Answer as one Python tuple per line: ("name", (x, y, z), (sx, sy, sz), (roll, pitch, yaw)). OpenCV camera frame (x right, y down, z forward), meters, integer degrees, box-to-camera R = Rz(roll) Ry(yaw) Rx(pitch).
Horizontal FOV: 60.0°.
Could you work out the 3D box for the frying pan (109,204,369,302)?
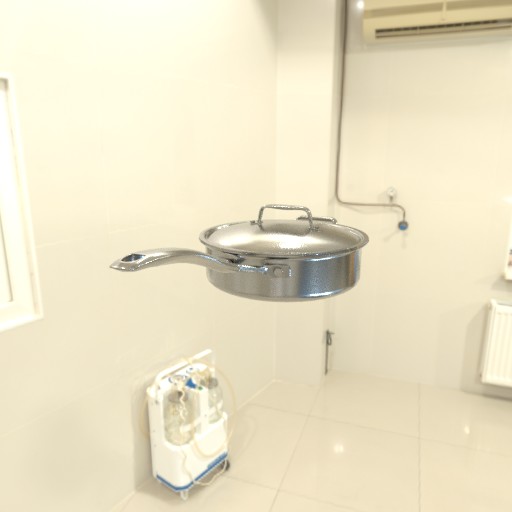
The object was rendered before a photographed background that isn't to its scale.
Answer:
("frying pan", (0.000, 0.000, 0.576), (0.245, 0.111, 0.492), (7, 16, 26))
